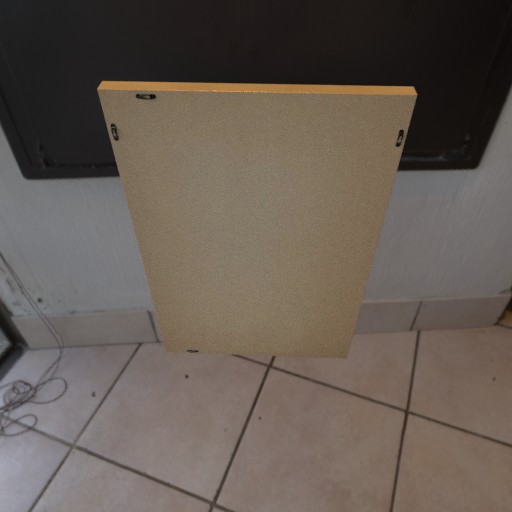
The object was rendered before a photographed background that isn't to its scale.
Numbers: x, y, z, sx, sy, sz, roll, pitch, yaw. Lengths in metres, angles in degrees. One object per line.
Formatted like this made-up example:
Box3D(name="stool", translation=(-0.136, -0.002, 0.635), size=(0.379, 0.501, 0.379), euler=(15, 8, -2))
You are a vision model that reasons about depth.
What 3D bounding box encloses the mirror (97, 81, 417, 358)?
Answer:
Box3D(name="mirror", translation=(0.000, 0.000, 1.177), size=(0.609, 0.915, 0.040), euler=(2, 45, 2))
